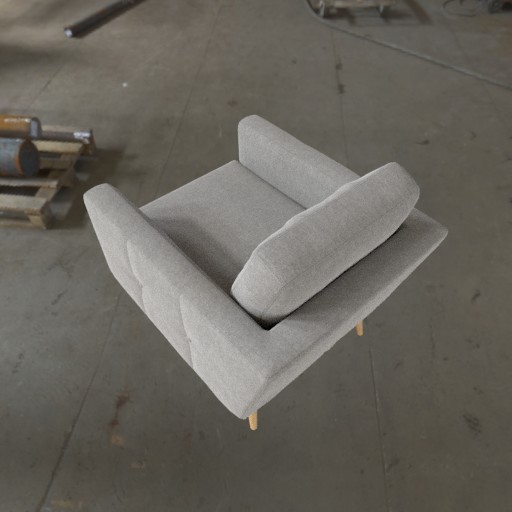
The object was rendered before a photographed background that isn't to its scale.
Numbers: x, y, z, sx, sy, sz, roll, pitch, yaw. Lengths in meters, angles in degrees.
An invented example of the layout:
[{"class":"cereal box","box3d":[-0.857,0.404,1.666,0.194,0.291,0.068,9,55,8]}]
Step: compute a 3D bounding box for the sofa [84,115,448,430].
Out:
[{"class":"sofa","box3d":[0.000,0.000,1.538,0.770,0.860,0.920,-33,56,-27]}]
